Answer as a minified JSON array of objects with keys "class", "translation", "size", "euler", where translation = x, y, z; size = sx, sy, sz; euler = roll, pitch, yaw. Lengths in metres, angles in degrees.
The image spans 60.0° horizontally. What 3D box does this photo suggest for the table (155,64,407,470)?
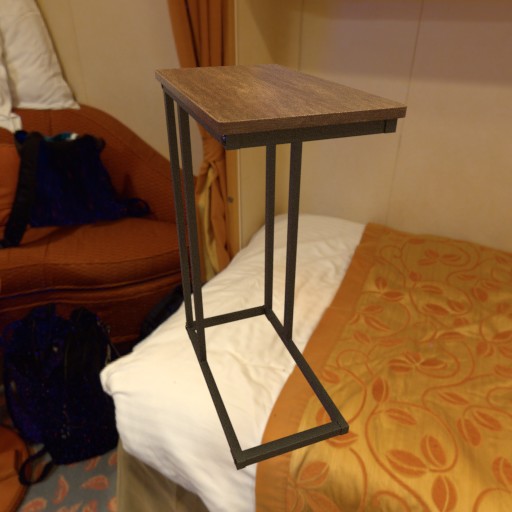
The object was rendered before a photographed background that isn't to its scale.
[{"class":"table","translation":[0.000,0.000,0.870],"size":[0.254,0.637,0.450],"euler":[-11,32,-17]}]
